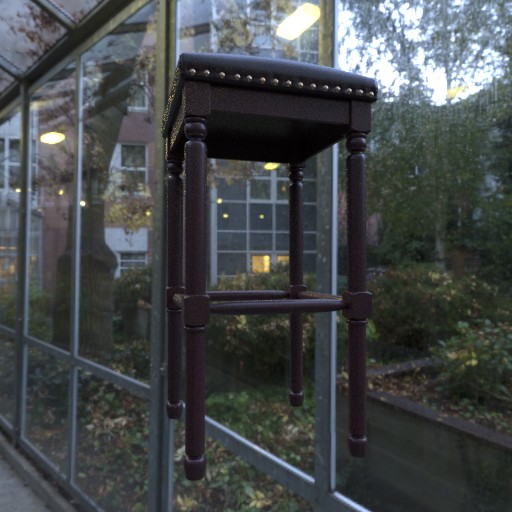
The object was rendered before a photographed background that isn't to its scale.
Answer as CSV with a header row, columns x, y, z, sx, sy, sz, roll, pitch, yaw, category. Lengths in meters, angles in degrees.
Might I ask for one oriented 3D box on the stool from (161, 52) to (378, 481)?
x,y,z,sx,sy,sz,roll,pitch,yaw,category
0.000,0.000,0.967,0.383,0.768,0.382,0,-1,-17,stool
